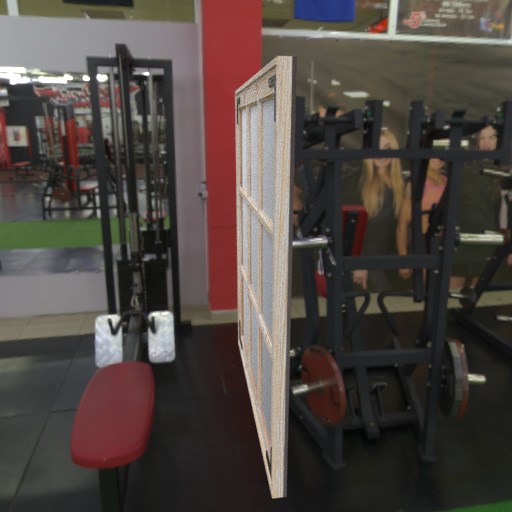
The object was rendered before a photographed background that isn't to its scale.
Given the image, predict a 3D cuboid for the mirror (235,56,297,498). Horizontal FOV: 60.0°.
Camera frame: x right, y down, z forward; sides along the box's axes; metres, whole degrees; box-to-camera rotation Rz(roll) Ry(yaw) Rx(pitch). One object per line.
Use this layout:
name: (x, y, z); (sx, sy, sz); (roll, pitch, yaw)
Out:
mirror: (0.000, 0.000, 1.186); (0.032, 0.882, 0.730); (-2, 16, -8)
